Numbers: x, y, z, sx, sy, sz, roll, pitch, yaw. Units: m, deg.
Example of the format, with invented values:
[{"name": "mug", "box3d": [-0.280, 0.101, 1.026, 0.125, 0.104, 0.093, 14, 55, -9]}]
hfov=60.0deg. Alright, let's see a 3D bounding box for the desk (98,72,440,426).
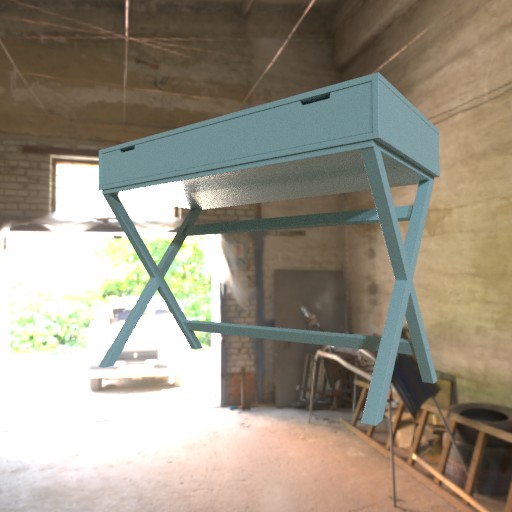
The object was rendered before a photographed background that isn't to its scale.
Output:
[{"name": "desk", "box3d": [0.000, 0.000, 1.489, 1.059, 0.780, 0.509, -2, -3, 37]}]
